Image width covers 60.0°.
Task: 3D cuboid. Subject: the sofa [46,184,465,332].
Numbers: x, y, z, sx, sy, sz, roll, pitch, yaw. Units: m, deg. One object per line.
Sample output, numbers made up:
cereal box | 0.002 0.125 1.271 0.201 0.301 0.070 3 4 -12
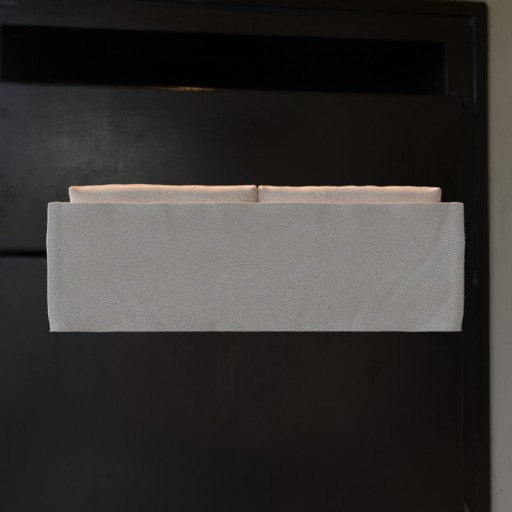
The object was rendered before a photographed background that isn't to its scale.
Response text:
sofa | 0.000 0.000 3.406 2.779 0.999 1.036 0 0 0
